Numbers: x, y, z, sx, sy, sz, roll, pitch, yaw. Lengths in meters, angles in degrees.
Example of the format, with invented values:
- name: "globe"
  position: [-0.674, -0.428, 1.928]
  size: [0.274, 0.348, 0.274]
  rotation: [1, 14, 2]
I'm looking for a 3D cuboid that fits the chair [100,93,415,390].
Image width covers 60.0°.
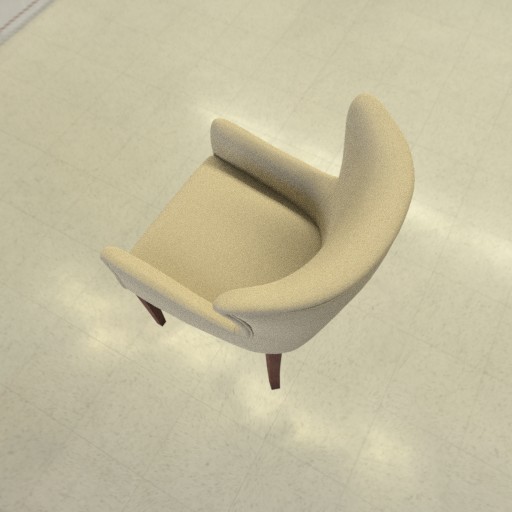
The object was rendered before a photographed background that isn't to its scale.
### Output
- name: "chair"
  position: [0.000, 0.000, 1.404]
  size: [0.686, 0.952, 0.660]
  rotation: [29, 67, 13]
